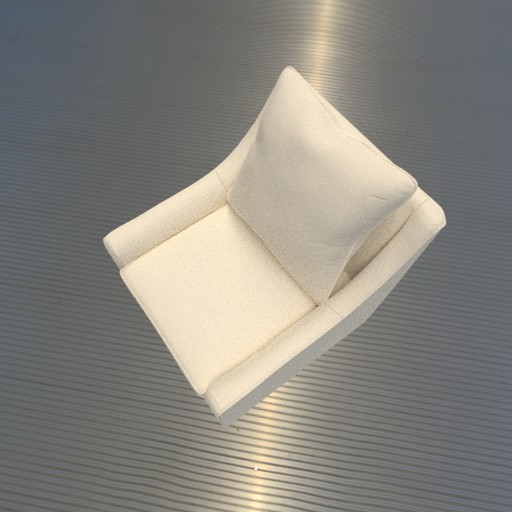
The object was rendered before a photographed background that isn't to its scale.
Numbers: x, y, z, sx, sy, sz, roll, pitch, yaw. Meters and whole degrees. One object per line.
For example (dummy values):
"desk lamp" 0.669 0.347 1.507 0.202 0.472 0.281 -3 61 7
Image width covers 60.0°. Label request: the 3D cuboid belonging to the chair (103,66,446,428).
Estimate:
"chair" 0.000 0.000 1.605 0.876 0.965 0.756 -33 69 -15
